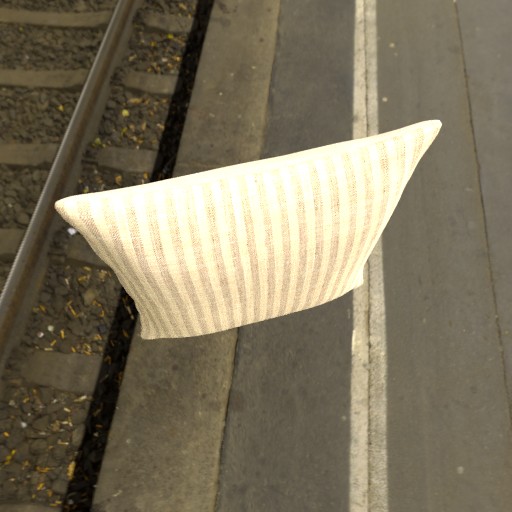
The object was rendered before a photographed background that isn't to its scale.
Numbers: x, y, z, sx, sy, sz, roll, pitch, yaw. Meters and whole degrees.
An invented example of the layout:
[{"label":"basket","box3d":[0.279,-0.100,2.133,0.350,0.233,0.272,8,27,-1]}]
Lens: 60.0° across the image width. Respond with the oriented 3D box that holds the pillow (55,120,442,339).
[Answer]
[{"label":"pillow","box3d":[0.000,0.000,0.791,0.523,0.510,0.166,-13,63,-7]}]
